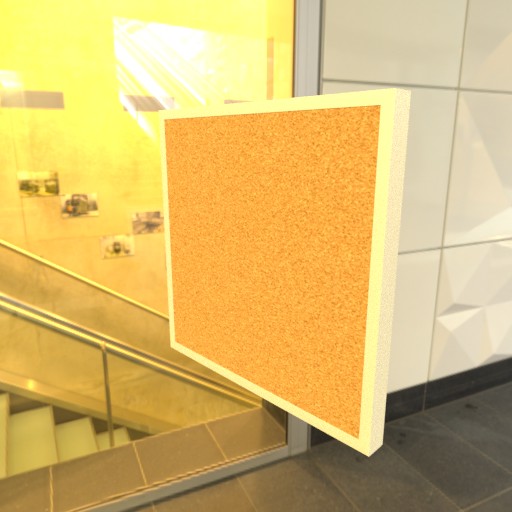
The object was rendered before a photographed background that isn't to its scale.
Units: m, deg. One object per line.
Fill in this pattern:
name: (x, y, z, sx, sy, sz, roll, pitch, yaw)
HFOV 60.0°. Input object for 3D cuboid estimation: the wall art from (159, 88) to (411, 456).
wall art: (0.000, 0.000, 0.771, 0.038, 0.505, 0.506, -14, 20, -43)
